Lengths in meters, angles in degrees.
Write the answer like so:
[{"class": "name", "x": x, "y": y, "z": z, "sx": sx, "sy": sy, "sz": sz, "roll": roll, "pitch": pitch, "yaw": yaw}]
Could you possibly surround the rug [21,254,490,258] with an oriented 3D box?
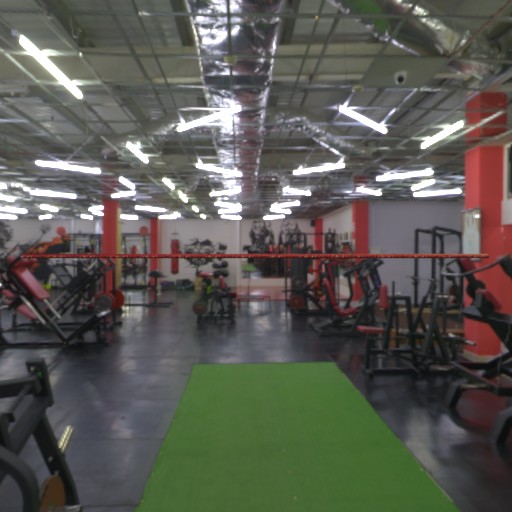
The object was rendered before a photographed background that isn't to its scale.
[{"class": "rug", "x": 0.000, "y": 0.000, "z": 3.893, "sx": 2.905, "sy": 0.028, "sz": 2.340, "roll": 0, "pitch": 0, "yaw": 0}]
